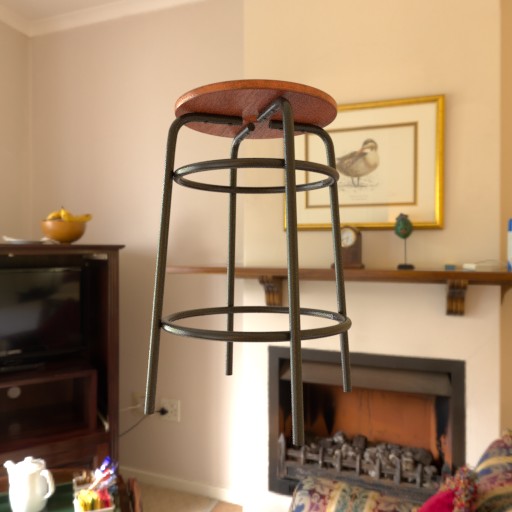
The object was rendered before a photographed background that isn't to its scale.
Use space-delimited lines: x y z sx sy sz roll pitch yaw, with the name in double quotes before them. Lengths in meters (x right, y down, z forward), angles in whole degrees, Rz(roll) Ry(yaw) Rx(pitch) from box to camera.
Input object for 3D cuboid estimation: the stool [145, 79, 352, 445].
"stool" 0.000 0.000 0.929 0.455 0.610 0.455 0 0 -19
